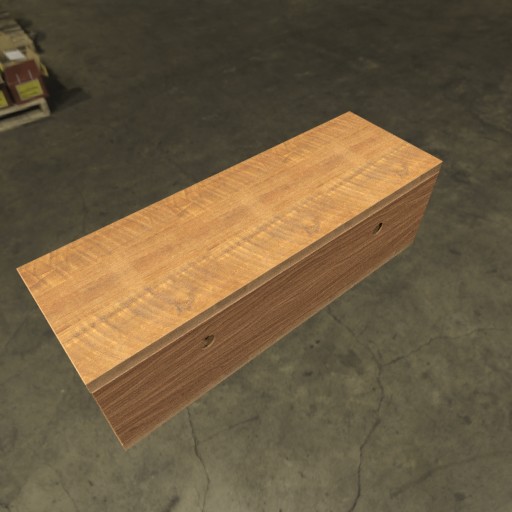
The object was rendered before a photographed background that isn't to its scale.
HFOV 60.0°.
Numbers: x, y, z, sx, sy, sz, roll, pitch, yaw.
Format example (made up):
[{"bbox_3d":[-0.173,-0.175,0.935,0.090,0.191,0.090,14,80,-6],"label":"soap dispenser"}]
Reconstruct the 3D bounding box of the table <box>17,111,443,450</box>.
[{"bbox_3d":[0.000,0.000,1.736,1.499,0.491,0.499,-31,54,-25],"label":"table"}]
